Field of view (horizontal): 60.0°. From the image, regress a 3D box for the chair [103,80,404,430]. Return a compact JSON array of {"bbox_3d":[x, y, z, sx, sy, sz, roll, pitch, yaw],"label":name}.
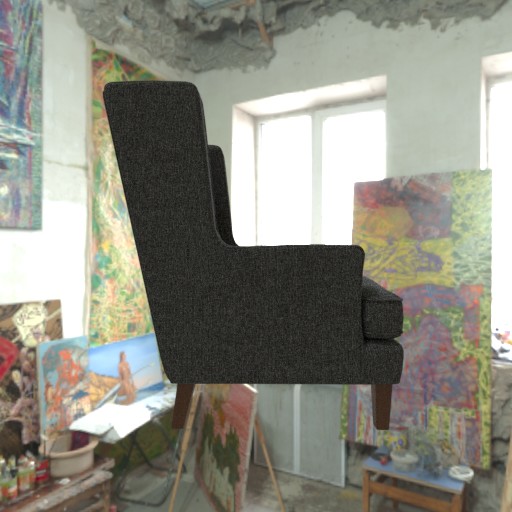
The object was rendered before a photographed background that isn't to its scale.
[{"bbox_3d":[0.000,0.000,1.806,0.927,1.082,0.942,0,1,1],"label":"chair"}]
